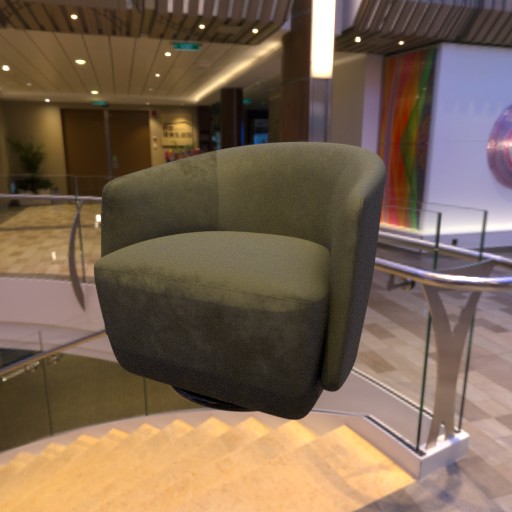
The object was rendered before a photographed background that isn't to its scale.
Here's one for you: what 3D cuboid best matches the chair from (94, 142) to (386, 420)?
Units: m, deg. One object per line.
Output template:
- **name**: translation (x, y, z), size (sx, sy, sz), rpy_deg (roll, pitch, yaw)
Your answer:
- **chair**: translation (0.000, 0.000, 1.381), size (0.773, 0.698, 0.767), rpy_deg (7, 15, 27)
